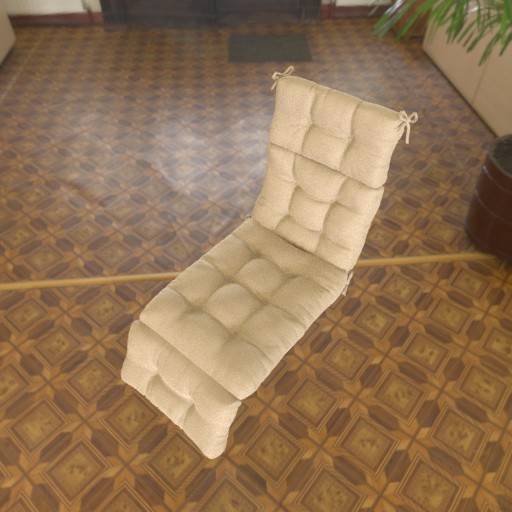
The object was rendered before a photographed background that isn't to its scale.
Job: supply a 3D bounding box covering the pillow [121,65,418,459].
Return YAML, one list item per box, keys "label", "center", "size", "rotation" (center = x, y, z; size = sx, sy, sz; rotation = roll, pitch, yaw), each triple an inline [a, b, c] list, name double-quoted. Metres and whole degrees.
- label: "pillow"
  center: [0.000, 0.000, 1.513]
  size: [0.526, 0.863, 1.016]
  rotation: [31, 54, 26]
